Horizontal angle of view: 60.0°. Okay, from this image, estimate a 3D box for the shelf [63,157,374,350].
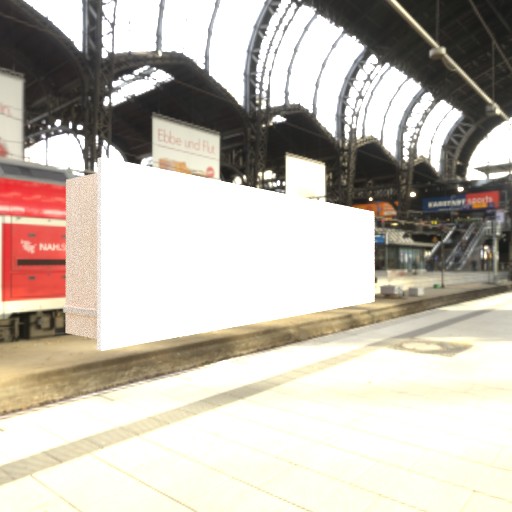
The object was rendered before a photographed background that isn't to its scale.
[{"bbox_3d":[0.000,0.000,1.148,0.200,0.300,1.020,0,-1,39],"label":"shelf"}]
